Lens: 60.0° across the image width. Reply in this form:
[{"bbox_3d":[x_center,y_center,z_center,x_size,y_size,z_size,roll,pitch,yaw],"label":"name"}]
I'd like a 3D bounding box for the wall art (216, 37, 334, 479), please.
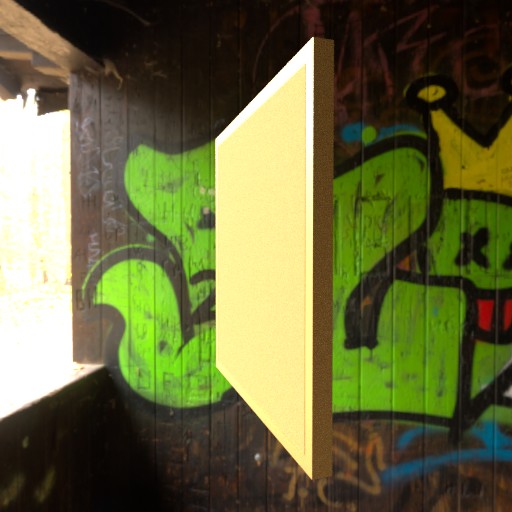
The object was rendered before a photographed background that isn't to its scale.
[{"bbox_3d":[0.000,0.000,2.860,0.099,1.926,1.926,0,1,-18],"label":"wall art"}]
